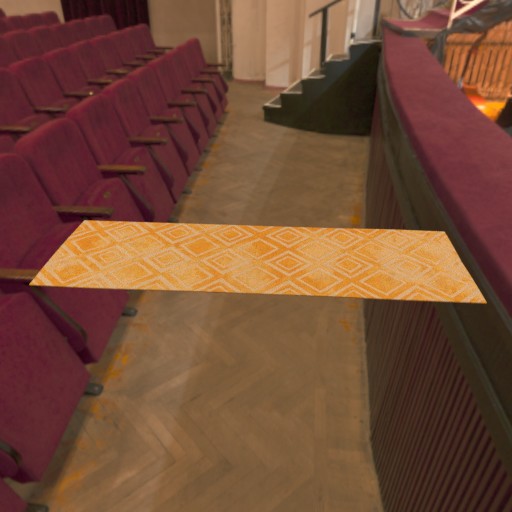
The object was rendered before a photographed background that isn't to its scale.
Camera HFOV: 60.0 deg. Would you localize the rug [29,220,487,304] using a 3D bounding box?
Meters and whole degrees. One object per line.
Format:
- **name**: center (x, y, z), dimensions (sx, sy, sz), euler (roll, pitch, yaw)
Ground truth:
- **rug**: center (0.000, 0.000, 2.668), dimensions (2.438, 0.010, 0.775), euler (2, 32, 3)
